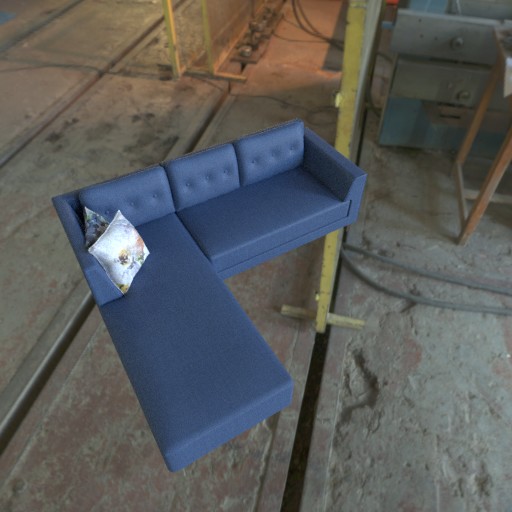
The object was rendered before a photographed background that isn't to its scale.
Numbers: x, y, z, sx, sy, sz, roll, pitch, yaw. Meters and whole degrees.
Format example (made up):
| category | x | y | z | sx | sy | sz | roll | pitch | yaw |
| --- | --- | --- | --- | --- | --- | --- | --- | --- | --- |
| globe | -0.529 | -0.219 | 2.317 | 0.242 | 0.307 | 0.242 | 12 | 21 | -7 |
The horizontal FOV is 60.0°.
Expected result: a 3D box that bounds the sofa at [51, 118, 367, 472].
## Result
| category | x | y | z | sx | sy | sz | roll | pitch | yaw |
| --- | --- | --- | --- | --- | --- | --- | --- | --- | --- |
| sofa | 0.000 | 0.000 | 3.027 | 2.120 | 0.787 | 1.829 | -24 | 51 | -20 |
